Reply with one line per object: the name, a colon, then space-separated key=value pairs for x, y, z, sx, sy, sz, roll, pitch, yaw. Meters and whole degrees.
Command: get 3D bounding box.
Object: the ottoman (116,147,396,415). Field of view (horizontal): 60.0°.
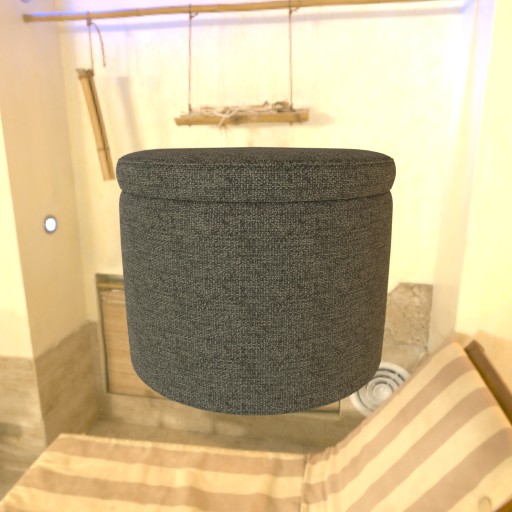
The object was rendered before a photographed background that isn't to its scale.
ottoman: x=0.000 y=0.000 z=0.898 sx=0.520 sy=0.430 sz=0.520 roll=0 pitch=14 yaw=0
